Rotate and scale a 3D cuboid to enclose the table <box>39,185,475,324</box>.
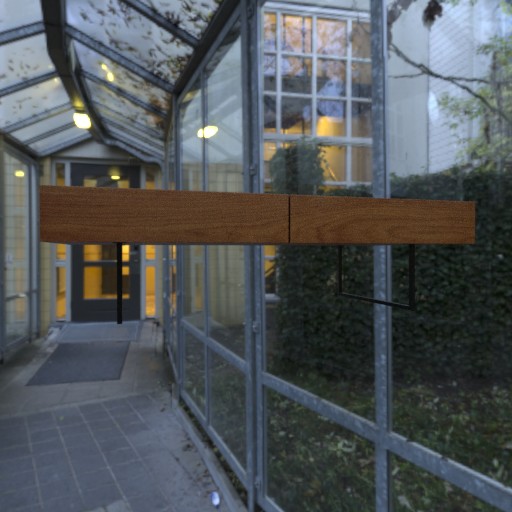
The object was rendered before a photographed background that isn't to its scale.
[{"bbox_3d":[0.000,0.000,1.456,1.194,0.330,0.610,0,1,-17],"label":"table"}]
